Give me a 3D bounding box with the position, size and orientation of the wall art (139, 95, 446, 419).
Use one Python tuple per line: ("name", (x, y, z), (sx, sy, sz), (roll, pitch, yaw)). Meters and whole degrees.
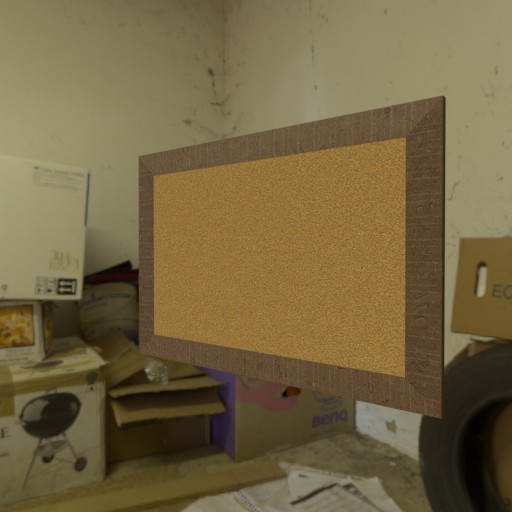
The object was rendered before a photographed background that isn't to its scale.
("wall art", (0.000, 0.000, 1.141), (0.917, 0.626, 0.019), (1, 1, 37))
